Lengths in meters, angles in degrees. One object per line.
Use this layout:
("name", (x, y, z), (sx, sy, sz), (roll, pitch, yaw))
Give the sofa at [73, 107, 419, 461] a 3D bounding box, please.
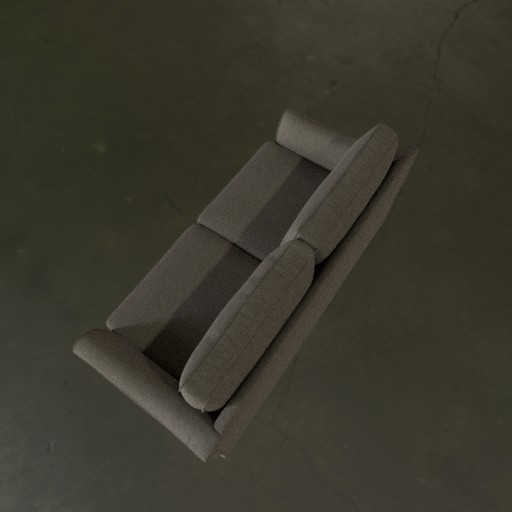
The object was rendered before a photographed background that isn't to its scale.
("sofa", (0.000, 0.000, 2.768), (1.013, 0.976, 2.203), (32, 67, 15))
